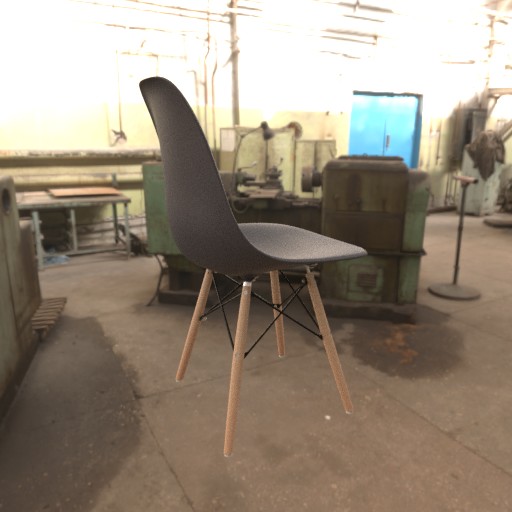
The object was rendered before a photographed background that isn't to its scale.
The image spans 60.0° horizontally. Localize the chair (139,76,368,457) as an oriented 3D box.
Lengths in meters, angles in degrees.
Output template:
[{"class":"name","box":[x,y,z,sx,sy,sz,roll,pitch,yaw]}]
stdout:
[{"class":"chair","box":[0.000,0.000,1.147,0.533,0.826,0.470,-7,16,-26]}]
